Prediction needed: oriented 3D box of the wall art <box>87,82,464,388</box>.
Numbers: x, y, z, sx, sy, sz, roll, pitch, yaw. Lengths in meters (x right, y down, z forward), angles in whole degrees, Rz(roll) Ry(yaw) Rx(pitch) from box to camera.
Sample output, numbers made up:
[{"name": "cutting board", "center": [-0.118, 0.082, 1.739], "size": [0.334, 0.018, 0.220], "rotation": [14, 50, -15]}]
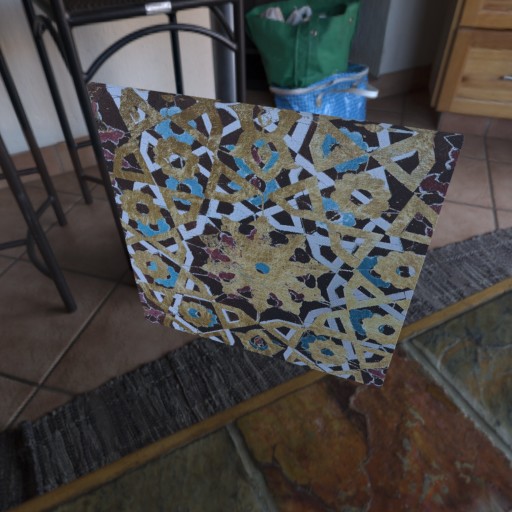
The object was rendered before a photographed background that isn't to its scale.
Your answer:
[{"name": "wall art", "center": [0.000, 0.000, 0.589], "size": [0.404, 0.406, 0.010], "rotation": [13, 43, 15]}]
